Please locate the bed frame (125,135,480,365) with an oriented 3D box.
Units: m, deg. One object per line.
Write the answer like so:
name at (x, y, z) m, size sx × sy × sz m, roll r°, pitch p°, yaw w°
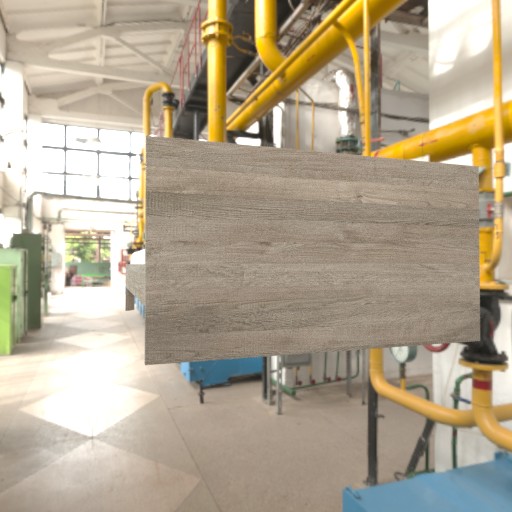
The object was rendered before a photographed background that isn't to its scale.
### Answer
bed frame at (0.000, 0.000, 2.708) m, size 1.490 × 0.800 × 1.950 m, roll 0°, pitch -1°, yaw -19°
